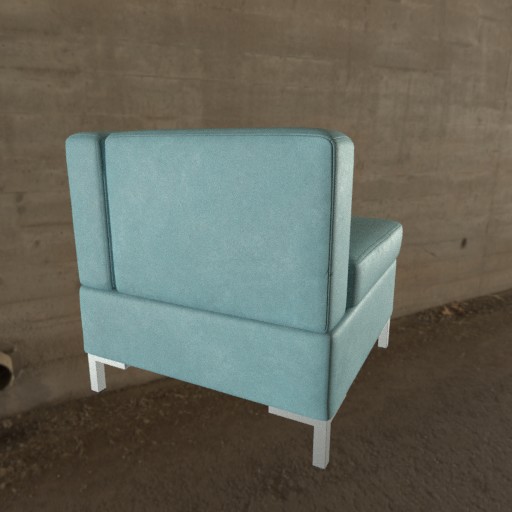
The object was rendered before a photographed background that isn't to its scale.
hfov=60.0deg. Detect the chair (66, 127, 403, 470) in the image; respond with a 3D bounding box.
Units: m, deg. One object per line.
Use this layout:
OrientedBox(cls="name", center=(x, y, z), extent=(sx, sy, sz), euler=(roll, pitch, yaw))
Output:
OrientedBox(cls="chair", center=(0.000, 0.000, 1.218), extent=(0.680, 0.660, 0.680), euler=(7, 16, 26))
